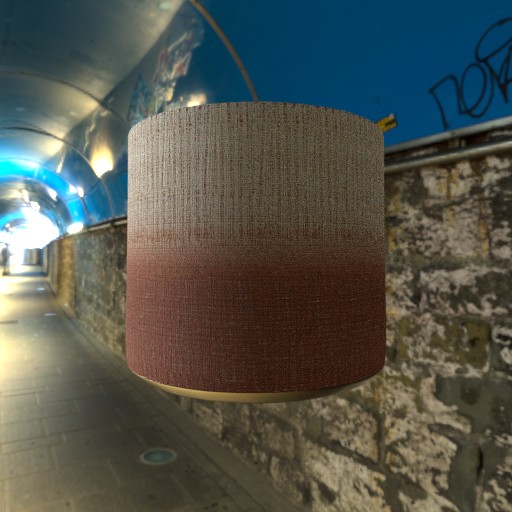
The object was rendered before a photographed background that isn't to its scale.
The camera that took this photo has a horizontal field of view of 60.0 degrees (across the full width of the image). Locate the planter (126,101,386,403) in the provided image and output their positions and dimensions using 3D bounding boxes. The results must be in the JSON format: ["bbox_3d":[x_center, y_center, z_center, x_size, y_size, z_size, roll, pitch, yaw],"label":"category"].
[{"bbox_3d":[0.000,0.000,0.391,0.221,0.201,0.221,0,0,0],"label":"planter"}]
